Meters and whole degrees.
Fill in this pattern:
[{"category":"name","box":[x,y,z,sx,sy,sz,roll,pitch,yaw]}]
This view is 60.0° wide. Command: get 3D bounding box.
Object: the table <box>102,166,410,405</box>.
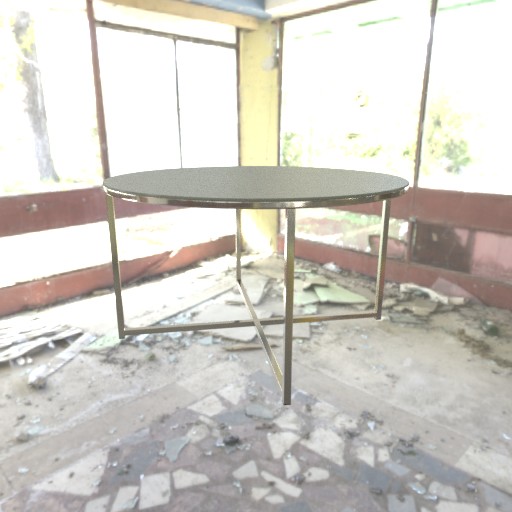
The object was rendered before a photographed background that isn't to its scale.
[{"category":"table","box":[0.000,0.000,1.277,0.800,0.450,0.800,0,16,0]}]
